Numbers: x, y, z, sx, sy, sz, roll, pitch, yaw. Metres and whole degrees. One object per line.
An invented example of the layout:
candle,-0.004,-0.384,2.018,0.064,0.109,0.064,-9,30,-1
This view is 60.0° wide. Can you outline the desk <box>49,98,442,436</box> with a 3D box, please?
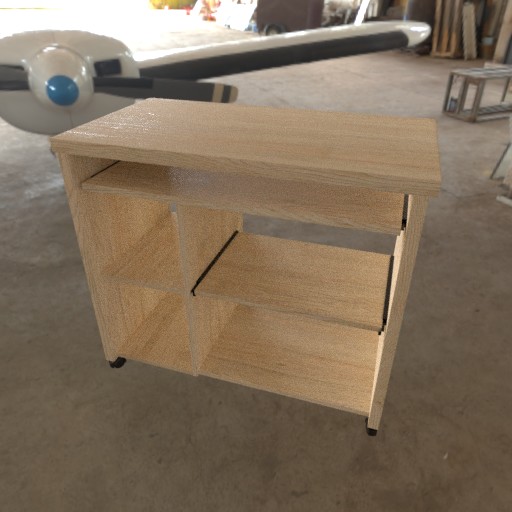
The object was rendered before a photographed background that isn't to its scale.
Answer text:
desk,0.000,0.000,1.338,0.885,0.770,0.480,10,33,15
